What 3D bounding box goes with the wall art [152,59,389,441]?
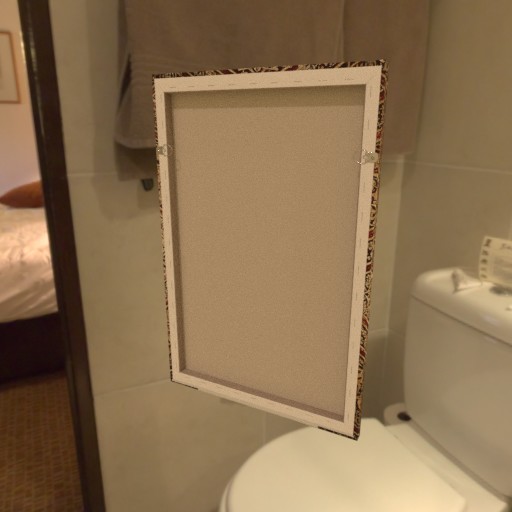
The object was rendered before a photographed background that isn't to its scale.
[{"bbox_3d":[0.000,0.000,0.764,0.397,0.599,0.020,8,19,26],"label":"wall art"}]
